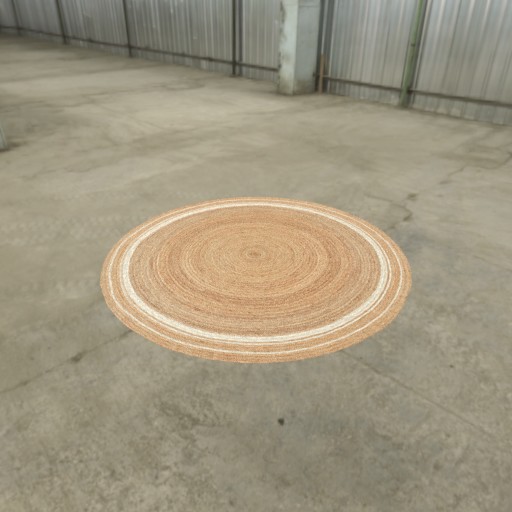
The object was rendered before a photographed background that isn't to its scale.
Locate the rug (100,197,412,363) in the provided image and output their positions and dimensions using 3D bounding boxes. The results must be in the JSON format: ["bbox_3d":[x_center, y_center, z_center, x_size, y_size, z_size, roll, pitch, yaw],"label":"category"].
[{"bbox_3d":[0.000,0.000,3.639,2.444,0.015,2.444,0,31,0],"label":"rug"}]
